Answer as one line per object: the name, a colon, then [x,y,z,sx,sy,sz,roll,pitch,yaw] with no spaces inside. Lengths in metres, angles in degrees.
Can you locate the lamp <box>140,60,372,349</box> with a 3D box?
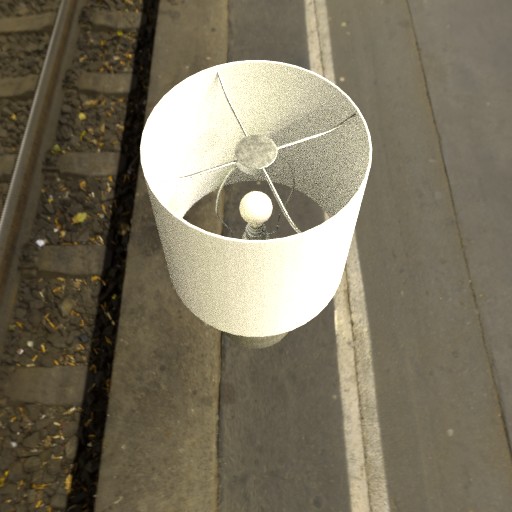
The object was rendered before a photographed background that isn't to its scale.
lamp: [0.000,0.000,0.480,0.186,0.369,0.186,0,64,0]
